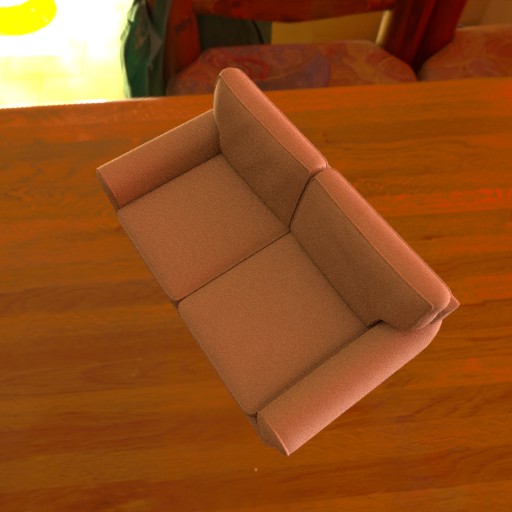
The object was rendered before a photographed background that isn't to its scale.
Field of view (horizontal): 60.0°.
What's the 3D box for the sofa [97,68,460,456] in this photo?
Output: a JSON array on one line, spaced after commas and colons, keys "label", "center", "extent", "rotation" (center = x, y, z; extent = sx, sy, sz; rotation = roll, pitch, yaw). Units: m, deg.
[{"label": "sofa", "center": [0.000, 0.000, 2.330], "extent": [0.991, 0.940, 1.727], "rotation": [-32, 68, -14]}]
